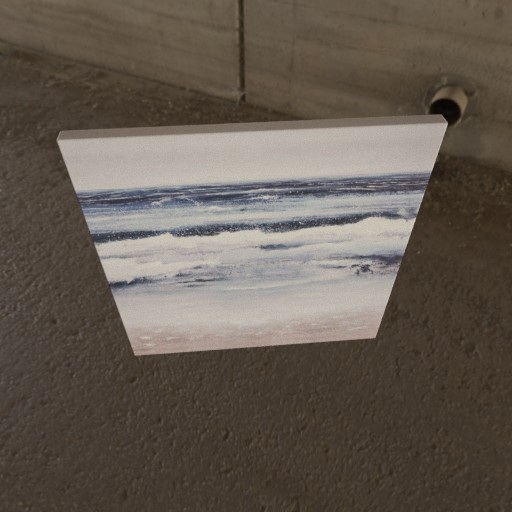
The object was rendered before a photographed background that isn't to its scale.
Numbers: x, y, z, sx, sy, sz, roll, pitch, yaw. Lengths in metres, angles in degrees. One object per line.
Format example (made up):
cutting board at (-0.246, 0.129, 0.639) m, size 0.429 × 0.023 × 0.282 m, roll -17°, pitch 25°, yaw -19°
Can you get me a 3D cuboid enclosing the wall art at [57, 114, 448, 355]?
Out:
wall art at (0.000, 0.000, 1.138) m, size 0.755 × 0.747 × 0.065 m, roll -4°, pitch 46°, yaw -3°
